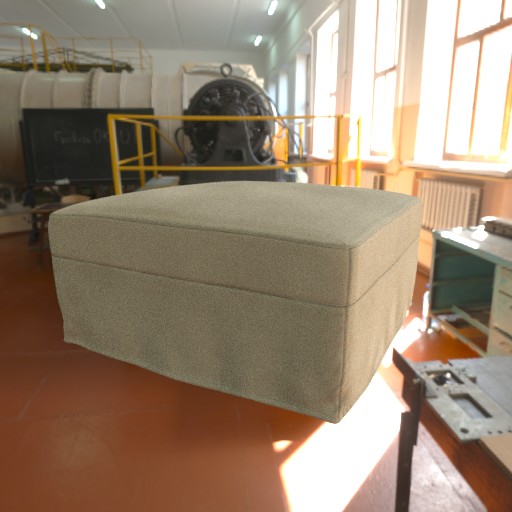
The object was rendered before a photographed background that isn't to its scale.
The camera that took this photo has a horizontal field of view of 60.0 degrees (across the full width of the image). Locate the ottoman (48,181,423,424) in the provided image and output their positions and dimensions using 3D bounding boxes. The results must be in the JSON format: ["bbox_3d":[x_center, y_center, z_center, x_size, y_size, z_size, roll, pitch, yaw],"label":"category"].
[{"bbox_3d":[0.000,0.000,1.354,0.843,0.441,0.842,8,16,28],"label":"ottoman"}]
